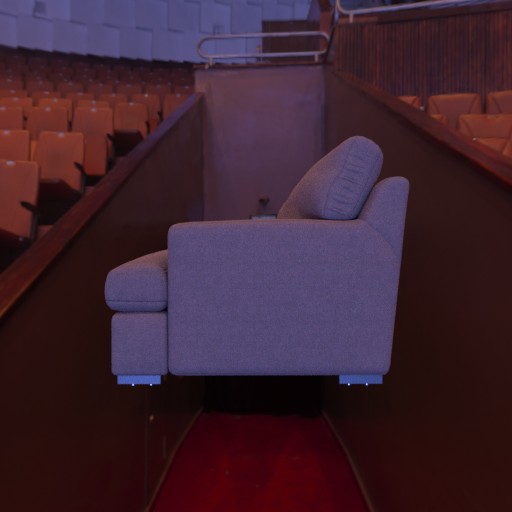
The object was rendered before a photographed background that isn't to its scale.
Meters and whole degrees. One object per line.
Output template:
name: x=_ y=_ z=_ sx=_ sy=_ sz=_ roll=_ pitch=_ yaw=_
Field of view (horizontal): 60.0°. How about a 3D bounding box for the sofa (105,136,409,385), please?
sofa: x=0.000 y=0.000 z=2.525 sx=1.140 sy=0.950 sz=1.869 roll=0 pitch=1 yaw=0
